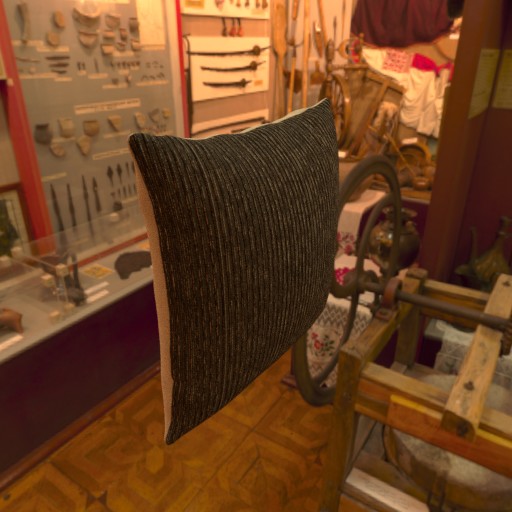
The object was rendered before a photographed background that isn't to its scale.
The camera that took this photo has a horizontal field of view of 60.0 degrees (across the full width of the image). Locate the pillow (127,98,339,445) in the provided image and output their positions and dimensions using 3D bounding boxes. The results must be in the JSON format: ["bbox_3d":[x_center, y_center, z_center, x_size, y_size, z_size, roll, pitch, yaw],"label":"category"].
[{"bbox_3d":[0.000,0.000,0.691,0.196,0.434,0.433,17,30,32],"label":"pillow"}]
